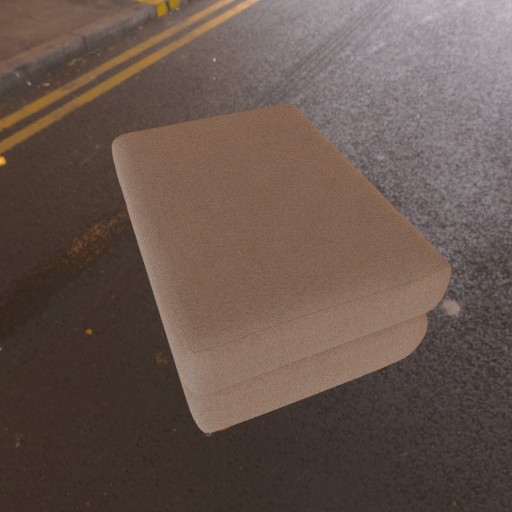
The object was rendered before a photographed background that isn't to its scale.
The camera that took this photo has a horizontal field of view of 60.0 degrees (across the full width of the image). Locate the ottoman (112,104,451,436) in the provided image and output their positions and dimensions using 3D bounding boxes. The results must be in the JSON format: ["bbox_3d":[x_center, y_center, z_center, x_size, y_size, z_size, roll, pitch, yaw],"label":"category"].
[{"bbox_3d":[0.000,0.000,1.177,0.569,0.504,0.773,-16,48,-15],"label":"ottoman"}]
